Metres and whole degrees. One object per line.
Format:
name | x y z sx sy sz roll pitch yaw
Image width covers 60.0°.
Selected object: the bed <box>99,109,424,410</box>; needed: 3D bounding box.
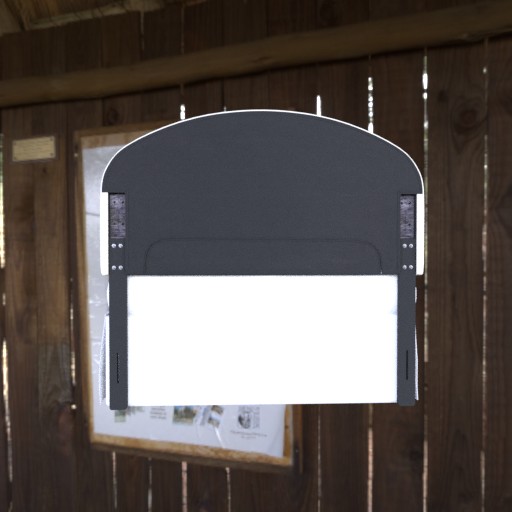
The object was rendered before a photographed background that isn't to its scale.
bed | 0.000 0.000 3.076 1.607 1.410 2.005 0 1 -2
